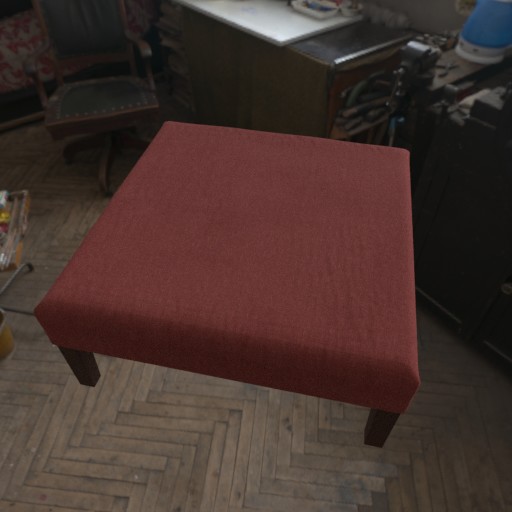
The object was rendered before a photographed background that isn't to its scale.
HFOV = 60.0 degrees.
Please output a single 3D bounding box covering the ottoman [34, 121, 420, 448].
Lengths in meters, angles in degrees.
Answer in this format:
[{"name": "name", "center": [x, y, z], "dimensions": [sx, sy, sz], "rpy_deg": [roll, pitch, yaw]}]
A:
[{"name": "ottoman", "center": [0.000, 0.000, 1.386], "dimensions": [0.889, 0.411, 0.890], "rpy_deg": [9, 47, 8]}]
